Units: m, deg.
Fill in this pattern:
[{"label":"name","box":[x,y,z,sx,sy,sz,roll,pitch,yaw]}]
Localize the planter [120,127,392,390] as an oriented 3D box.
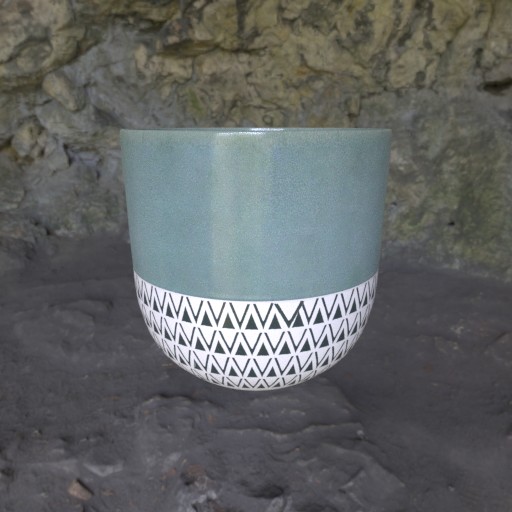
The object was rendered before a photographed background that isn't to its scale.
[{"label":"planter","box":[0.000,0.000,0.489,0.266,0.270,0.266,0,17,0]}]
